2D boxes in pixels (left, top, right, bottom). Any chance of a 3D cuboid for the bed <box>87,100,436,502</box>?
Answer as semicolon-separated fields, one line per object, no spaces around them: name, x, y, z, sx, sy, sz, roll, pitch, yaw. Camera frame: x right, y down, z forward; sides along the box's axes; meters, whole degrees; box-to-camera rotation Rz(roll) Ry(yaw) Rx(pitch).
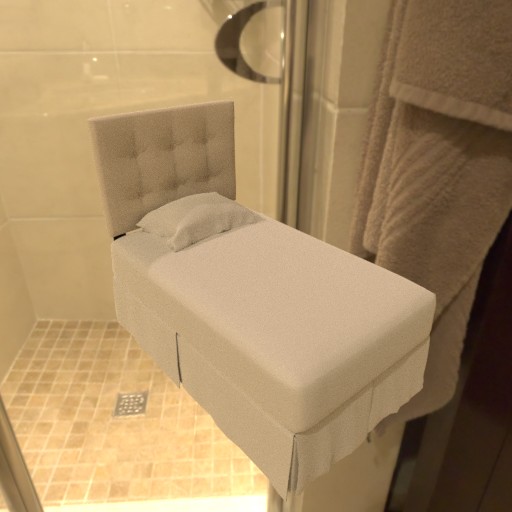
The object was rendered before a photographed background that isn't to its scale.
bed;0.000;0.000;2.827;1.261;1.571;1.997;-22;35;-35
